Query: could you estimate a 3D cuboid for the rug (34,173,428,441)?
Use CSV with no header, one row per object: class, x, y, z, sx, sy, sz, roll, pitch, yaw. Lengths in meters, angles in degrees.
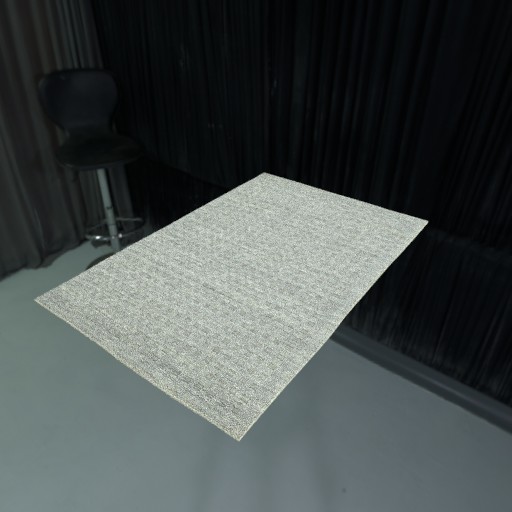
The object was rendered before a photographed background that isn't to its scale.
rug,0.000,0.000,2.965,1.532,0.018,2.297,23,40,30
